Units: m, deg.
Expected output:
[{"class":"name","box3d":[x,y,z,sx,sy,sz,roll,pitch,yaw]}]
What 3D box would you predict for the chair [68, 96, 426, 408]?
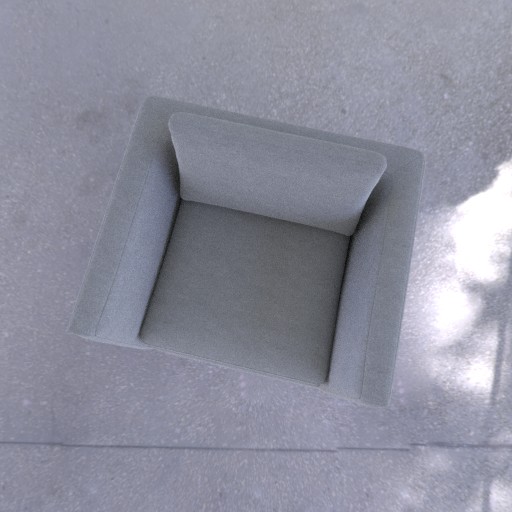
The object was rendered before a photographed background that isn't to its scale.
[{"class":"chair","box3d":[0.000,0.000,1.713,1.041,0.864,0.889,13,76,3]}]
